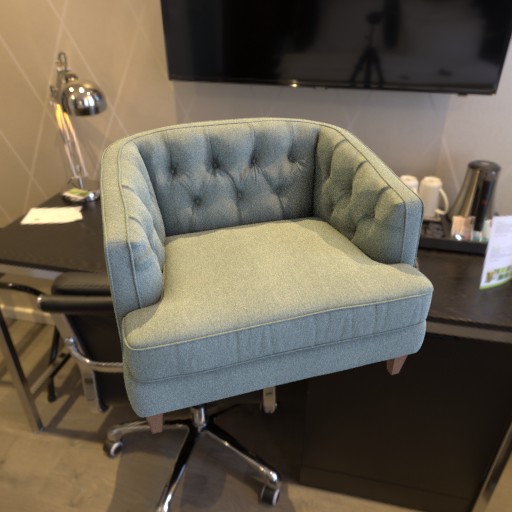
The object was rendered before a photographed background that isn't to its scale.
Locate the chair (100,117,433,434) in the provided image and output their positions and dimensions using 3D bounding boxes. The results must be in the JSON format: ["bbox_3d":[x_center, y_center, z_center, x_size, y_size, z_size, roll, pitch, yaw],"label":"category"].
[{"bbox_3d":[0.000,0.000,1.748,1.094,0.852,0.945,-9,32,-15],"label":"chair"}]
